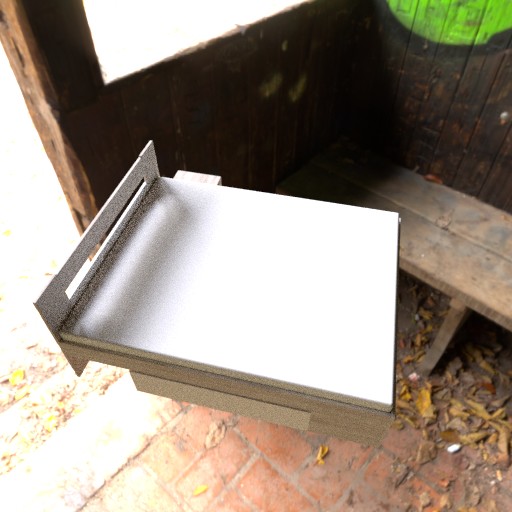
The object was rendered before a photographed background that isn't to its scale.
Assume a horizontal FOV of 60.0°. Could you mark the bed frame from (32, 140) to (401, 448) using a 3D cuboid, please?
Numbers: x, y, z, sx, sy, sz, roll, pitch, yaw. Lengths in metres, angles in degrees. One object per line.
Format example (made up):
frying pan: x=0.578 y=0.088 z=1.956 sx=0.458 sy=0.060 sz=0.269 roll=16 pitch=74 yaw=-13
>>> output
bed frame: x=0.000 y=0.000 z=3.270 sx=2.050 sy=0.860 sz=2.040 roll=10 pitch=48 yaw=9
